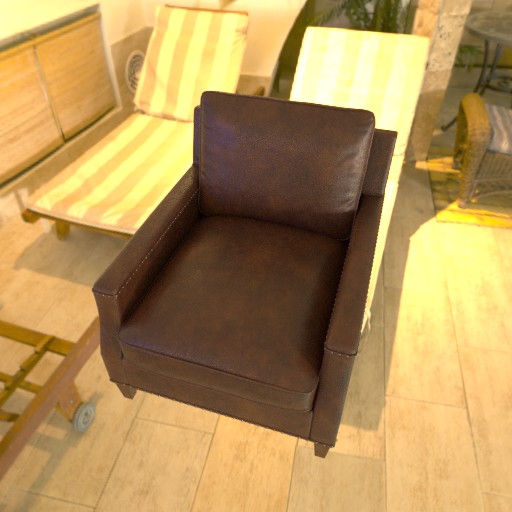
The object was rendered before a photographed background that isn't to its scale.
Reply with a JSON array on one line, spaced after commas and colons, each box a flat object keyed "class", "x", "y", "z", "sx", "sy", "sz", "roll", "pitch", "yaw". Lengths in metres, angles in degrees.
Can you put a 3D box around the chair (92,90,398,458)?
[{"class": "chair", "x": 0.000, "y": 0.000, "z": 1.677, "sx": 0.853, "sy": 0.929, "sz": 1.014, "roll": 12, "pitch": 43, "yaw": 13}]
